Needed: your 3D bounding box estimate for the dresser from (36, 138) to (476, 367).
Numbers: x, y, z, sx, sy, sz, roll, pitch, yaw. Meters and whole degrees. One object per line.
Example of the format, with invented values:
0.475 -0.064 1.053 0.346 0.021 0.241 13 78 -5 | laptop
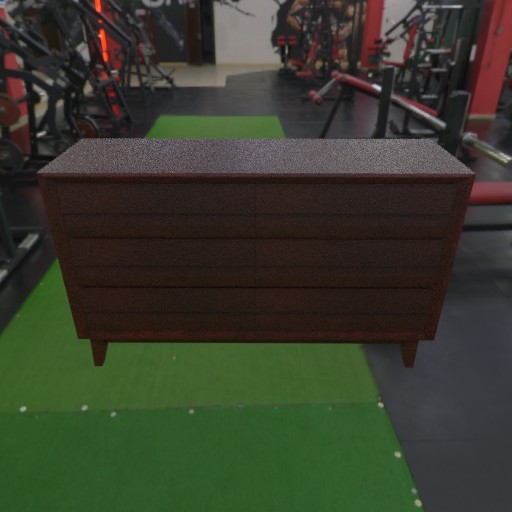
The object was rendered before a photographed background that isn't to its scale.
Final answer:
0.000 0.000 2.074 1.609 0.971 0.499 0 29 0 | dresser
